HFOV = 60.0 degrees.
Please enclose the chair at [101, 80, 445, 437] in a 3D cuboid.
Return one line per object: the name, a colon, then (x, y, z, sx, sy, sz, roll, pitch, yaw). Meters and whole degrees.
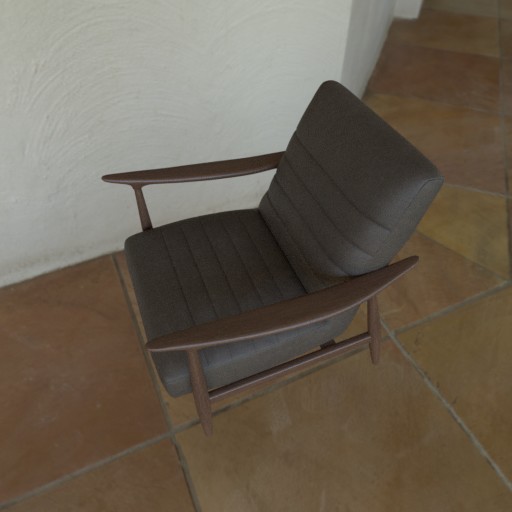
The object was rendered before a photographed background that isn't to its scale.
chair: (0.000, 0.000, 1.436, 0.798, 0.831, 0.741, -16, 49, -14)
